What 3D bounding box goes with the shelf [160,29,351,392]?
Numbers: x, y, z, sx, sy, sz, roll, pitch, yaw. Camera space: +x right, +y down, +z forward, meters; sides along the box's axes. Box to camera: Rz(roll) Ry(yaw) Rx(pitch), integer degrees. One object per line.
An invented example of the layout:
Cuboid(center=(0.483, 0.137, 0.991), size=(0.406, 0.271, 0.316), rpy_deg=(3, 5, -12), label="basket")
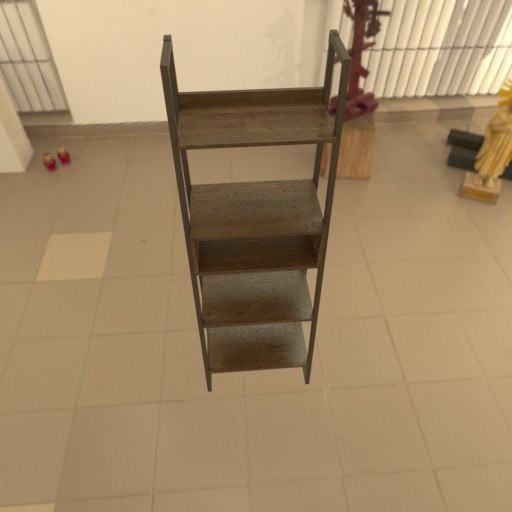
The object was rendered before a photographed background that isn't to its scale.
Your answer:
Cuboid(center=(0.000, 0.000, 2.250), size=(0.652, 2.005, 0.454), rpy_deg=(-3, 48, -3), label="shelf")
